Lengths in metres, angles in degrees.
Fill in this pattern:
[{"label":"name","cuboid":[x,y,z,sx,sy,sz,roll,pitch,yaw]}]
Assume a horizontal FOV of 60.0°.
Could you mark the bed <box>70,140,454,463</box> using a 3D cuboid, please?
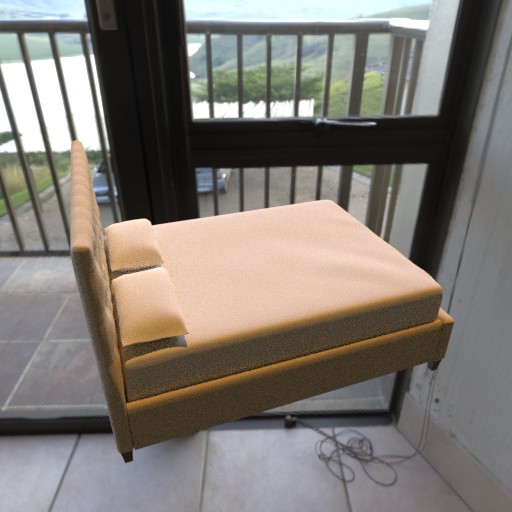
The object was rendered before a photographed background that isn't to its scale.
[{"label":"bed","cuboid":[0.000,0.000,3.161,2.233,1.426,1.696,-10,32,-17]}]
